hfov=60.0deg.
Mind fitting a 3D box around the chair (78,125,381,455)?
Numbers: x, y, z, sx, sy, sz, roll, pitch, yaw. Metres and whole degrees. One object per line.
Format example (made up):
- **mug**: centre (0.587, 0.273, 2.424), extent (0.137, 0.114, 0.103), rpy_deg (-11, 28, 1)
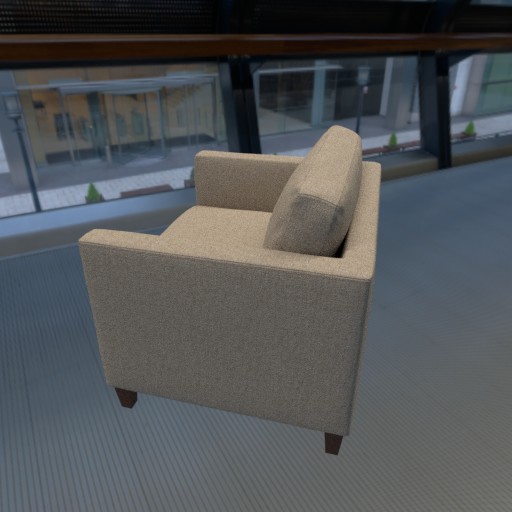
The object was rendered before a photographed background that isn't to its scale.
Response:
- **chair**: centre (0.000, 0.000, 1.876), extent (0.959, 0.961, 1.107), rpy_deg (7, 29, 13)
